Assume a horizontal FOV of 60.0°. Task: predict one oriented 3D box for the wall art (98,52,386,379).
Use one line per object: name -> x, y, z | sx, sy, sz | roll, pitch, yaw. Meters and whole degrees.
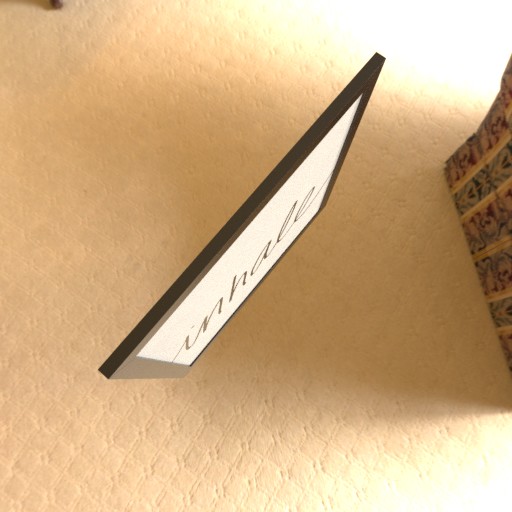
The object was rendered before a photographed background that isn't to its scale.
wall art -> 0.000, 0.000, 0.665 | 0.014, 0.445, 0.446 | 38, 78, 9
